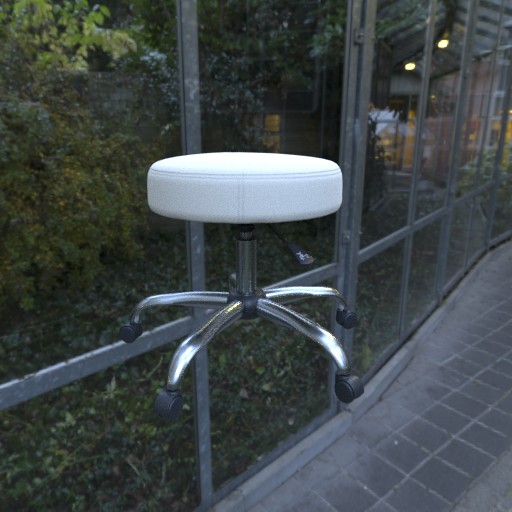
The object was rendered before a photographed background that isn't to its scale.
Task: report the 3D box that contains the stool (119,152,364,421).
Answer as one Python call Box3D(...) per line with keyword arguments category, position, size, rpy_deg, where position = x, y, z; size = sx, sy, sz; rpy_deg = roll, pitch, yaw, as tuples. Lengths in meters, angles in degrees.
Box3D(category="stool", position=(0.000, 0.000, 1.062), size=(0.614, 0.482, 0.634), rpy_deg=(-7, 17, -25))
